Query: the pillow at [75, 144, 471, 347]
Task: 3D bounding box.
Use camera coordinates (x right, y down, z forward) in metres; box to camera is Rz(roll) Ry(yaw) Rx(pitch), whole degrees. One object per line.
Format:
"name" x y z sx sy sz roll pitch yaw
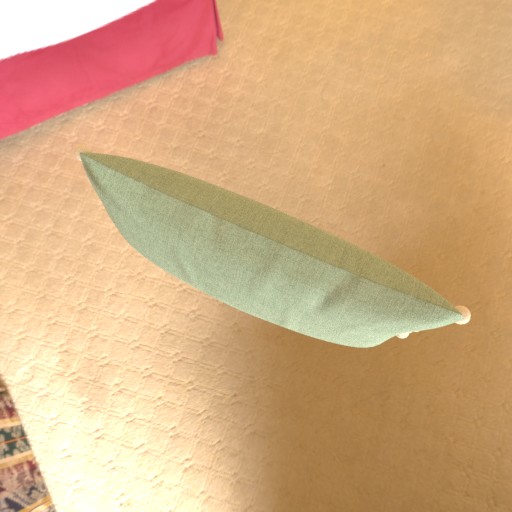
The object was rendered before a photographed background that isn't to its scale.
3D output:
"pillow" 0.000 0.000 0.834 0.709 0.322 0.201 24 76 6
